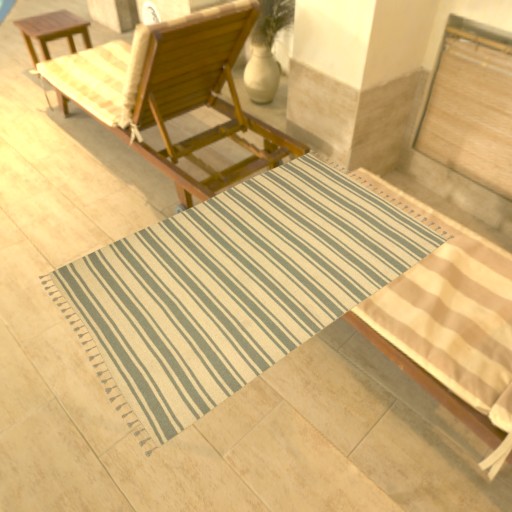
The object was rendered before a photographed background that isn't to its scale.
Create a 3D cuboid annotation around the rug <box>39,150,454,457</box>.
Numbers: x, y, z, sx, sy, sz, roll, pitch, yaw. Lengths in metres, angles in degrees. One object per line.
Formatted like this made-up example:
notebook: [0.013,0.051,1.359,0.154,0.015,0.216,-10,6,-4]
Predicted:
rug: [0.000,0.000,2.532,2.084,0.009,1.222,-29,52,-26]
